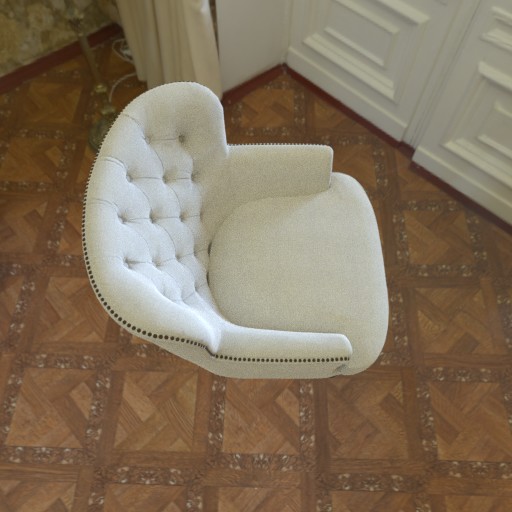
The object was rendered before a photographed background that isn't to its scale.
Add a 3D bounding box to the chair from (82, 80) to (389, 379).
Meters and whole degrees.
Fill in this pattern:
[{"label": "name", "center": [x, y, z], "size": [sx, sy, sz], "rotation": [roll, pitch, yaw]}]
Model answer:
[{"label": "chair", "center": [0.000, 0.000, 1.546], "size": [0.906, 0.868, 0.848], "rotation": [0, 62, 0]}]
